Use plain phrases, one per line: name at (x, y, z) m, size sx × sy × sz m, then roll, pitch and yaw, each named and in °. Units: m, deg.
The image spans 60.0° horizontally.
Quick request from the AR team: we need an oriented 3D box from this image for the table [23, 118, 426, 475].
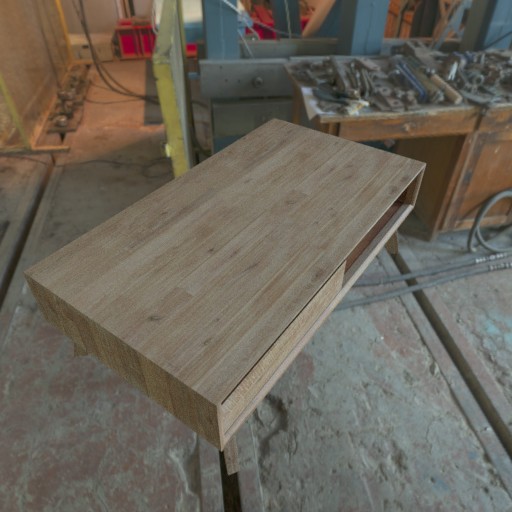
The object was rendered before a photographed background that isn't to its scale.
table at (0.000, 0.000, 2.065) m, size 0.918 × 0.531 × 1.619 m, roll 25°, pitch 47°, yaw 26°
